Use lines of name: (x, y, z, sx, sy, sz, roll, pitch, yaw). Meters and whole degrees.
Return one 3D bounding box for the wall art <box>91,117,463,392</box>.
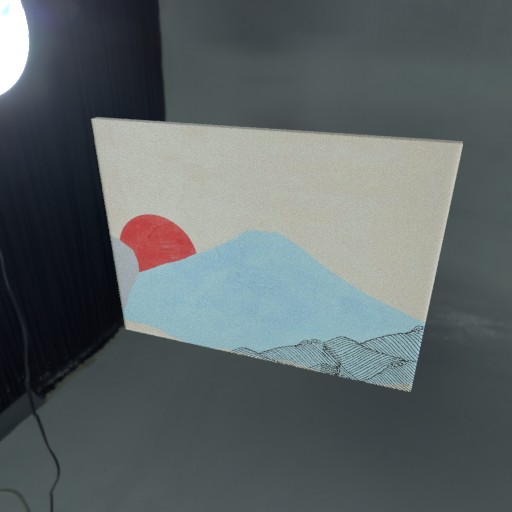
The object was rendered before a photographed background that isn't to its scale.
wall art: (0.000, 0.000, 1.621, 1.219, 0.912, 0.042, 9, 28, 16)
